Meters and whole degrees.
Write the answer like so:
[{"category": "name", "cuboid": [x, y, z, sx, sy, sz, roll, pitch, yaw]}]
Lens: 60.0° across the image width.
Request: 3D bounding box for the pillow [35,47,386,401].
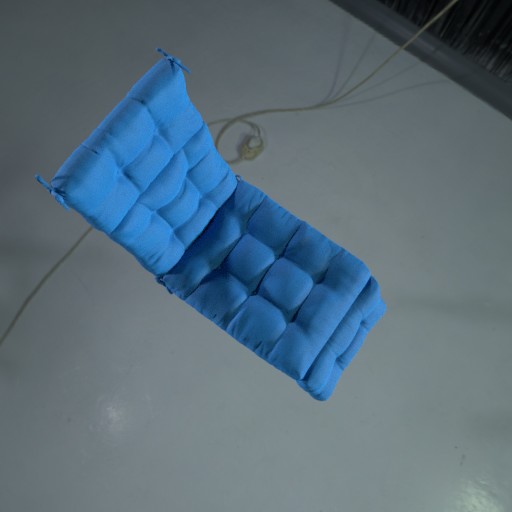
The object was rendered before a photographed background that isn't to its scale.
[{"category": "pillow", "cuboid": [0.000, 0.000, 1.476, 1.016, 0.863, 0.526, 35, 78, 9]}]
